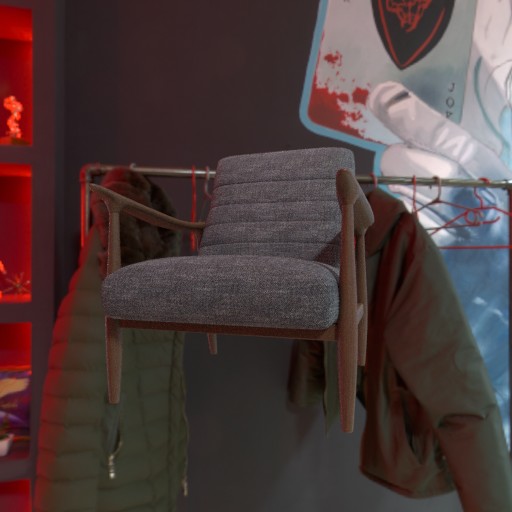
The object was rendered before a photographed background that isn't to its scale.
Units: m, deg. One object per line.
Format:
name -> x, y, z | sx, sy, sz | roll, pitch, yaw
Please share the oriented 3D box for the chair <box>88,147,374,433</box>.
chair -> 0.000, 0.000, 1.441 | 0.741, 0.832, 0.798 | 0, 0, 18
